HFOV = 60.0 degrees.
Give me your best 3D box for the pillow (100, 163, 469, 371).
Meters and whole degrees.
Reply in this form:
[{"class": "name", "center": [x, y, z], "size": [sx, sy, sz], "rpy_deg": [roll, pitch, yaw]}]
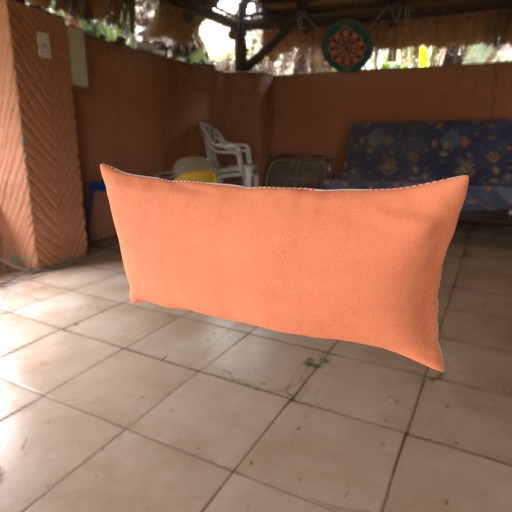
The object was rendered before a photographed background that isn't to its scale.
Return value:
[{"class": "pillow", "center": [0.000, 0.000, 0.732], "size": [0.608, 0.292, 0.156], "rpy_deg": [8, 17, 26]}]
